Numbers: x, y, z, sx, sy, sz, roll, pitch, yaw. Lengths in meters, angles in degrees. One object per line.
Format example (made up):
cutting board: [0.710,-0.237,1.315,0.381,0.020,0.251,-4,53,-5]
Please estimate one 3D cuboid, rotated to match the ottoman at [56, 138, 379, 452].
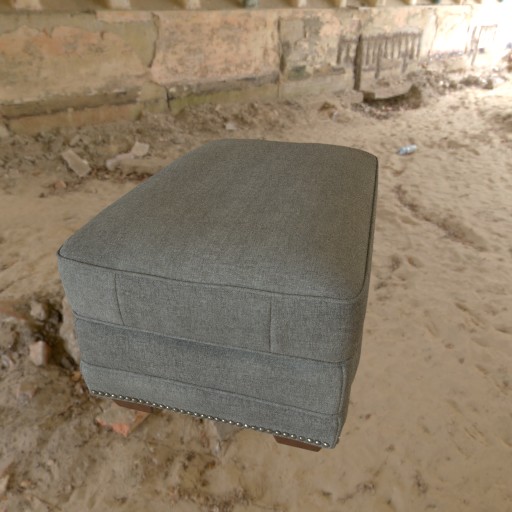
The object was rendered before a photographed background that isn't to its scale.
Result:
ottoman: [0.000,0.000,1.127,0.561,0.457,0.813,8,31,13]
